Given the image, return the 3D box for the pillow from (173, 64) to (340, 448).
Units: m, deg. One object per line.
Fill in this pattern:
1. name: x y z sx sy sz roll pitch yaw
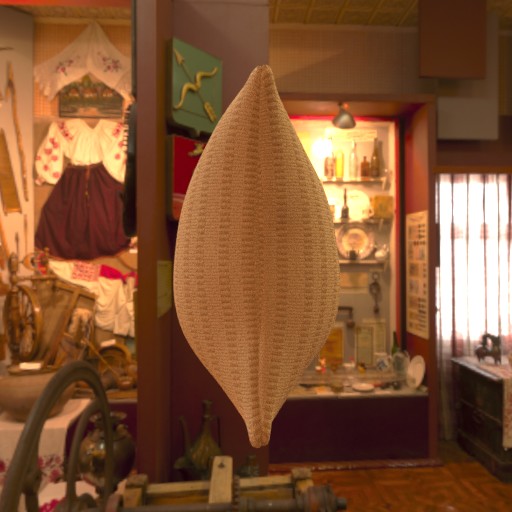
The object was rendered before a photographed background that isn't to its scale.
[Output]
1. pillow: 0.000 0.000 0.694 0.247 0.419 0.438 0 0 -2
